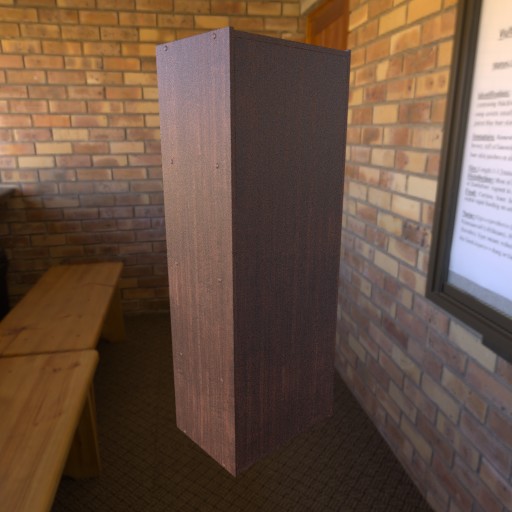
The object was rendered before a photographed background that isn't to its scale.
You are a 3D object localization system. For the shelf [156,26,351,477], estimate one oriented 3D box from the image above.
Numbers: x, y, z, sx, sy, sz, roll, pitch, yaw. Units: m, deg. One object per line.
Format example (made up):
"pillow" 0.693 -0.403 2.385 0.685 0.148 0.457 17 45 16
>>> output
"shelf" 0.000 0.000 1.277 0.415 1.099 0.290 -14 21 -40
